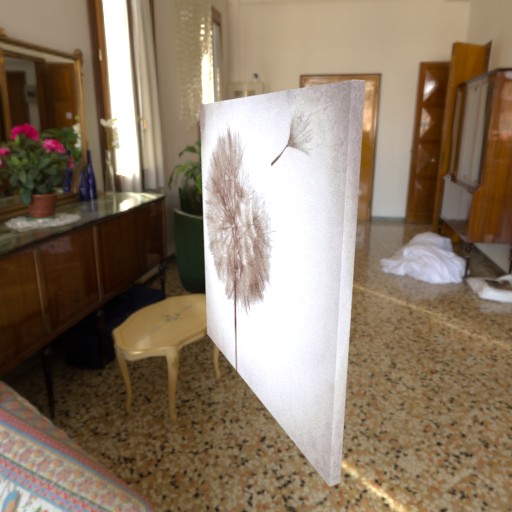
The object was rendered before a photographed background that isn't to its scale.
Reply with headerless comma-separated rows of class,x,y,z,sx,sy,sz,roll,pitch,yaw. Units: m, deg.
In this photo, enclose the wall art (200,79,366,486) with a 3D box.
wall art,0.000,0.000,1.122,0.027,0.762,0.762,-7,17,-24
